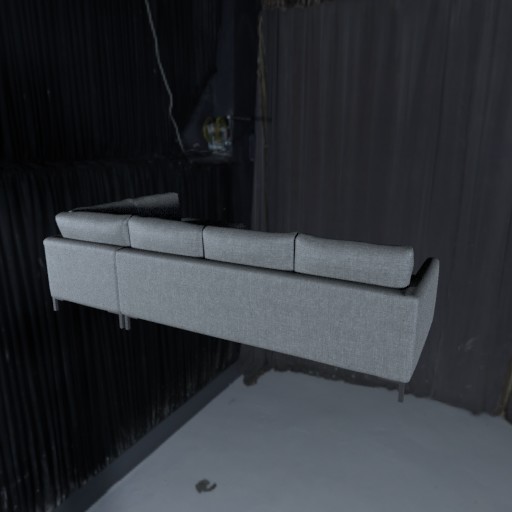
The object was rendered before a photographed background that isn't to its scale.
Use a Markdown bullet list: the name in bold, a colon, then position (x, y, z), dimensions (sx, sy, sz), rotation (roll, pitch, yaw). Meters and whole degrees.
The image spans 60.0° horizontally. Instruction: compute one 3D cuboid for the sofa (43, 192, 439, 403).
- **sofa**: position (0.000, 0.000, 3.821), dimensions (2.972, 0.858, 1.984), rotation (8, 17, 27)
